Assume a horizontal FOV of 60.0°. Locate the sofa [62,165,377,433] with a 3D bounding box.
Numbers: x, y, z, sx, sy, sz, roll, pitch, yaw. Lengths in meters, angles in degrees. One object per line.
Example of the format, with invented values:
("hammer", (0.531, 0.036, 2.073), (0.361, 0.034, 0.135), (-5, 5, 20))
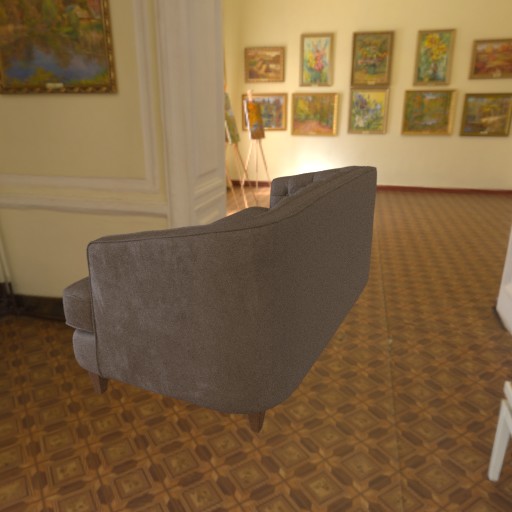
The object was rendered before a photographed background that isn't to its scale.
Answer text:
("sofa", (0.000, 0.000, 2.294), (0.941, 0.855, 1.733), (9, 21, 25))
